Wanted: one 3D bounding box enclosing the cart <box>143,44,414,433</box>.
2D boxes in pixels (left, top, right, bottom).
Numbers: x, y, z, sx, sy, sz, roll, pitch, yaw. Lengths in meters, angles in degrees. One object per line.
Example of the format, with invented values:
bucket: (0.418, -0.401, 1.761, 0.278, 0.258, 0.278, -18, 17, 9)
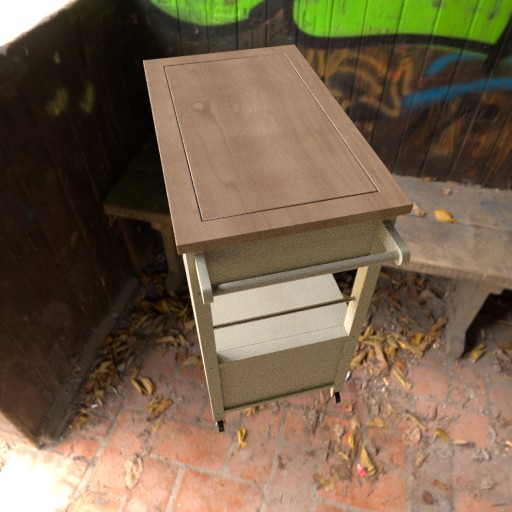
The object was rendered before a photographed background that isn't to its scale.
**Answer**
cart: (0.000, 0.000, 1.371, 0.459, 0.901, 0.840, -10, 48, -9)
